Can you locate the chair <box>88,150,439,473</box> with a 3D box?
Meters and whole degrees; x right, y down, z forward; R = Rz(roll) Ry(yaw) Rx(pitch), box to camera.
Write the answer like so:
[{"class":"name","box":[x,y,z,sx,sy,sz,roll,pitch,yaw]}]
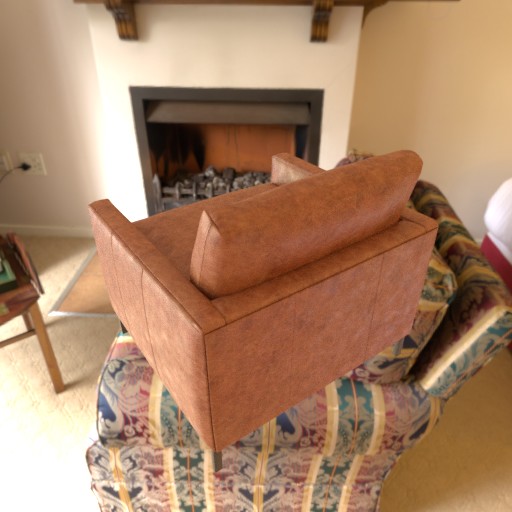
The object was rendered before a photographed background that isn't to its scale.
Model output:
[{"class":"chair","box":[0.000,0.000,1.666,0.967,0.869,0.862,-21,39,-29]}]
